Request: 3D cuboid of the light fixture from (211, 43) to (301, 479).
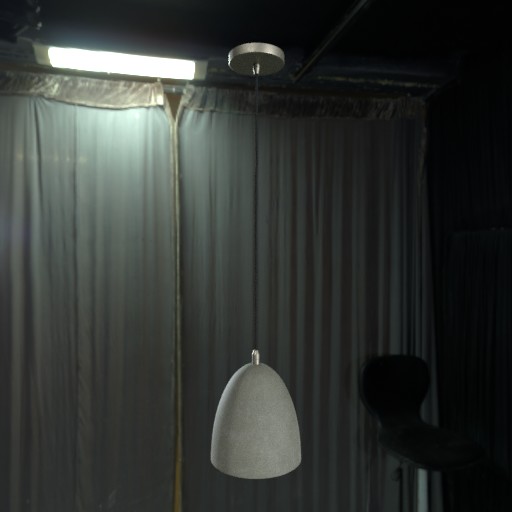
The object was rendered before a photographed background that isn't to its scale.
[{"bbox_3d":[0.000,0.000,0.840,0.170,0.759,0.170,0,0,-17],"label":"light fixture"}]
